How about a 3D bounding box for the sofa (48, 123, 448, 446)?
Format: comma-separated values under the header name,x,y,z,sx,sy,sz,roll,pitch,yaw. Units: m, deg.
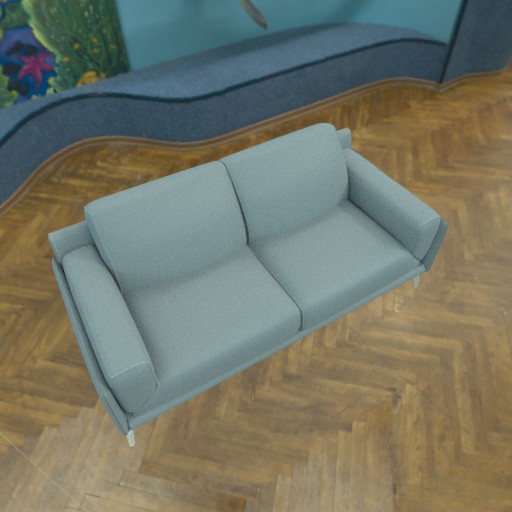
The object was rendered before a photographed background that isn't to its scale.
name,x,y,z,sx,sy,sz,roll,pitch,yaw
sofa,0.000,0.000,2.579,2.100,0.900,0.969,-24,52,-21
